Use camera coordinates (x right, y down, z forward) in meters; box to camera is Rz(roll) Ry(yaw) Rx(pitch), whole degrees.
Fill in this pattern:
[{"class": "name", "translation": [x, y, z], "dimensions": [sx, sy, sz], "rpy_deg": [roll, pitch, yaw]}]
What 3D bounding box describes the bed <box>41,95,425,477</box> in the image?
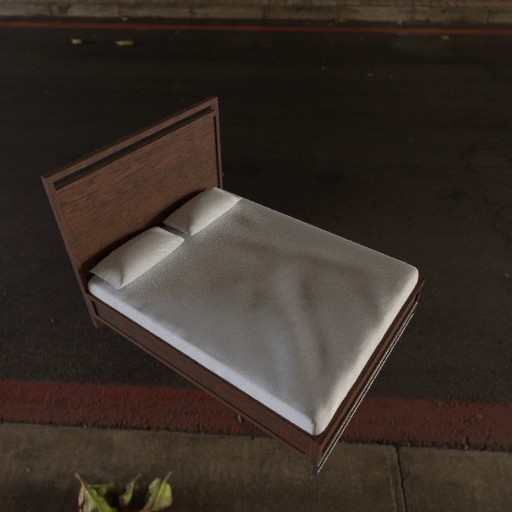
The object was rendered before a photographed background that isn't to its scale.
[{"class": "bed", "translation": [0.000, 0.000, 3.445], "dimensions": [2.218, 1.487, 1.765], "rpy_deg": [25, 46, 26]}]
